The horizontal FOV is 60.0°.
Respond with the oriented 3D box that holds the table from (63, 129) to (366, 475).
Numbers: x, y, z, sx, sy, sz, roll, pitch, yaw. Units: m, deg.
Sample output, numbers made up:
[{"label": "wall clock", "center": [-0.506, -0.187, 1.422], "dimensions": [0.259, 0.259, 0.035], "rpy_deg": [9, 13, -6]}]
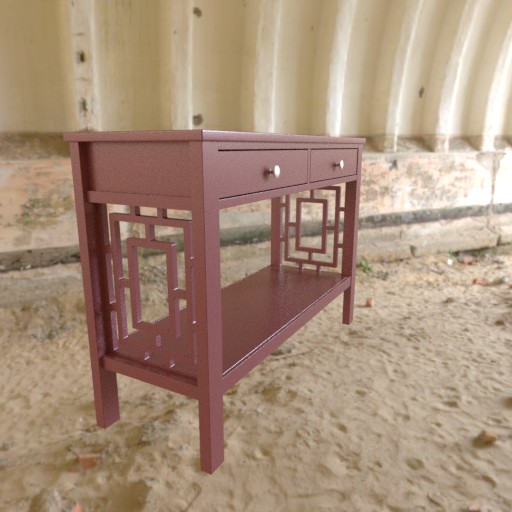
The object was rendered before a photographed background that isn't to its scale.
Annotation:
[{"label": "table", "center": [0.000, 0.000, 1.443], "dimensions": [0.397, 0.753, 1.068], "rpy_deg": [8, 16, 28]}]
